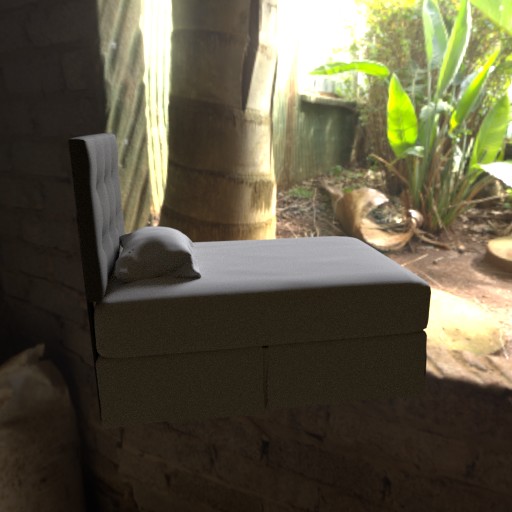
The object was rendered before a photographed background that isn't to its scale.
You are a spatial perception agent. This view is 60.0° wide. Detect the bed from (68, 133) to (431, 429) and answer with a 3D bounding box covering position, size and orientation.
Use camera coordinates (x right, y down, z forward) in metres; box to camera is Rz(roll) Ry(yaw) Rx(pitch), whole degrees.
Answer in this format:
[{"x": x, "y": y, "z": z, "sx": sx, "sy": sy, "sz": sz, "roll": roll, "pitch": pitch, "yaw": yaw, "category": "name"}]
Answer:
[{"x": 0.000, "y": 0.000, "z": 2.958, "sx": 1.997, "sy": 1.571, "sz": 1.261, "roll": -3, "pitch": 17, "yaw": -10, "category": "bed"}]
